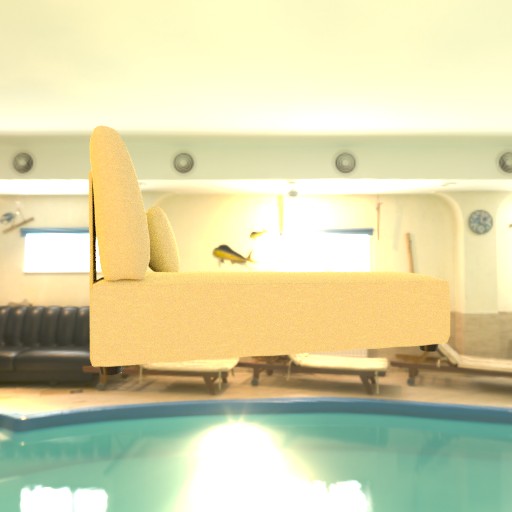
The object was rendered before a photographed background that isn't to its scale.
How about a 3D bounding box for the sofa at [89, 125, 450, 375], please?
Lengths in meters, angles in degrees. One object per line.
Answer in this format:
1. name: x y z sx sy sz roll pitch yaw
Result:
1. sofa: 0.000 0.000 2.077 1.450 0.820 0.930 1 -2 -19
